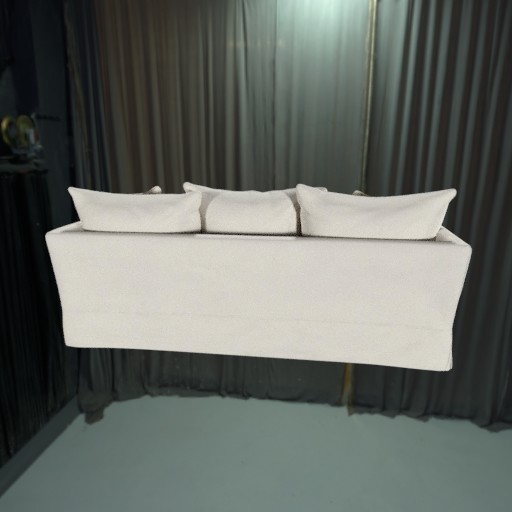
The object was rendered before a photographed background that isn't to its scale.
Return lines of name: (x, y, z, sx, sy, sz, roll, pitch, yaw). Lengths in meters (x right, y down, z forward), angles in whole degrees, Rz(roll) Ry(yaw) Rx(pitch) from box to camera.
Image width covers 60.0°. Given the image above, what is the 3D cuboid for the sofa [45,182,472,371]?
sofa: (0.000, 0.000, 3.066, 2.499, 1.047, 1.046, 2, 14, 8)
